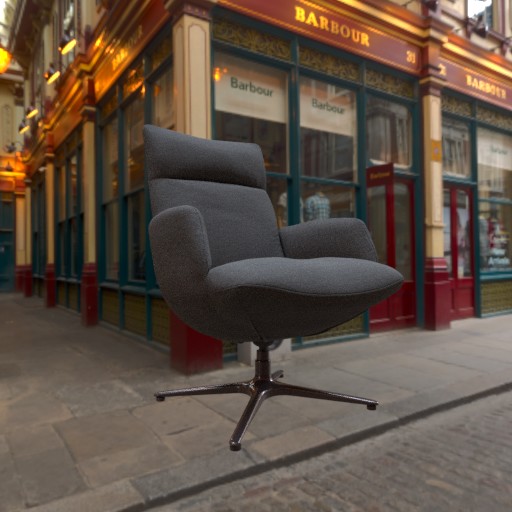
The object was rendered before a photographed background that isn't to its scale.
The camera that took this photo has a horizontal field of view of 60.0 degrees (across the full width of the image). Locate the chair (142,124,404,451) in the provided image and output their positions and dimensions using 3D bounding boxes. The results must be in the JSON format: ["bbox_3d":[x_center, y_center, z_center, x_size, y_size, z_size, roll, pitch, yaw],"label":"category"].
[{"bbox_3d":[0.000,0.000,1.504,0.702,0.984,0.831,0,0,-35],"label":"chair"}]
